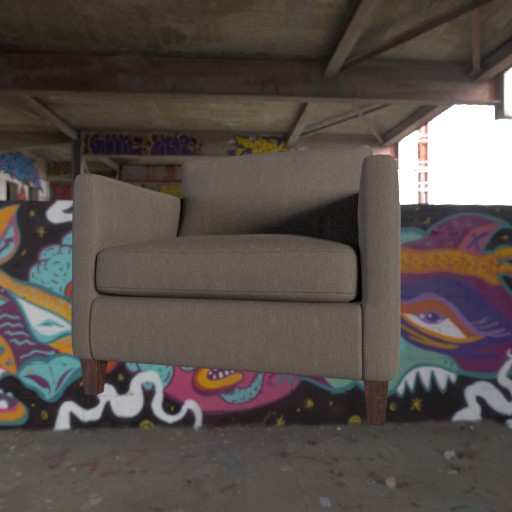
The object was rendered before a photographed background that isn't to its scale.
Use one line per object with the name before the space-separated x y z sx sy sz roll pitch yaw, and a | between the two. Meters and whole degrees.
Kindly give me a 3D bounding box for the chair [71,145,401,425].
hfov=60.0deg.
chair | 0.000 0.000 1.801 1.107 0.963 0.959 0 0 17
